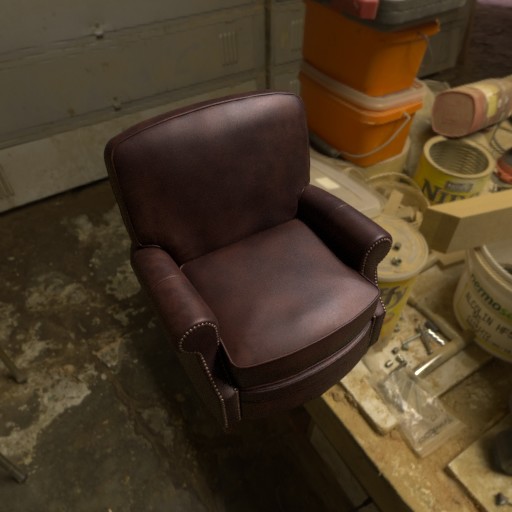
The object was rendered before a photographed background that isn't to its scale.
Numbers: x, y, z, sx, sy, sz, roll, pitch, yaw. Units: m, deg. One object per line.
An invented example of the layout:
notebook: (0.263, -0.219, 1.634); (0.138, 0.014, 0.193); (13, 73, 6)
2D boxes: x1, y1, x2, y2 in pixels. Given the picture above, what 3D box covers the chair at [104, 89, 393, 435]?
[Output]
chair: (0.000, 0.000, 1.780); (0.936, 1.018, 0.986); (-23, 50, -21)
